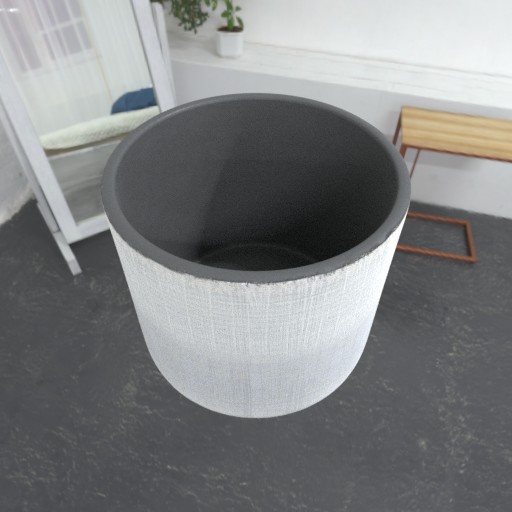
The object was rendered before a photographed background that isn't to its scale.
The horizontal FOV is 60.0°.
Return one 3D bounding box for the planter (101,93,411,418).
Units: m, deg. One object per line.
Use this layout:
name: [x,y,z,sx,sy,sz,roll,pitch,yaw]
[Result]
planter: [0.000,0.000,0.444,0.254,0.221,0.254,0,47,0]
